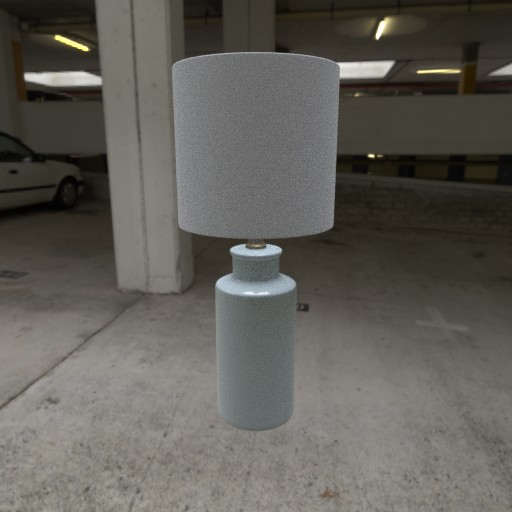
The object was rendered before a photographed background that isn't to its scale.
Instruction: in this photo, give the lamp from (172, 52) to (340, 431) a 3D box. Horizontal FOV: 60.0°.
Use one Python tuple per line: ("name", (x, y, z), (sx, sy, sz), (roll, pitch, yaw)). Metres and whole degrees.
("lamp", (0.000, 0.000, 0.627), (0.212, 0.493, 0.212), (2, 14, 9))
